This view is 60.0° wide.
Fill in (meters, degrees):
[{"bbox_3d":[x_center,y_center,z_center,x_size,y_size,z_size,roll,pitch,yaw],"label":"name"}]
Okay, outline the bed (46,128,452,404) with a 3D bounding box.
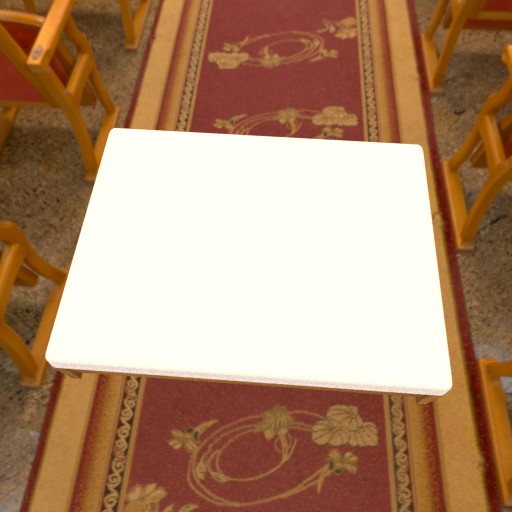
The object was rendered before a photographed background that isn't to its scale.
[{"bbox_3d":[0.000,0.000,2.678,2.016,0.431,1.536,4,63,2],"label":"bed"}]
